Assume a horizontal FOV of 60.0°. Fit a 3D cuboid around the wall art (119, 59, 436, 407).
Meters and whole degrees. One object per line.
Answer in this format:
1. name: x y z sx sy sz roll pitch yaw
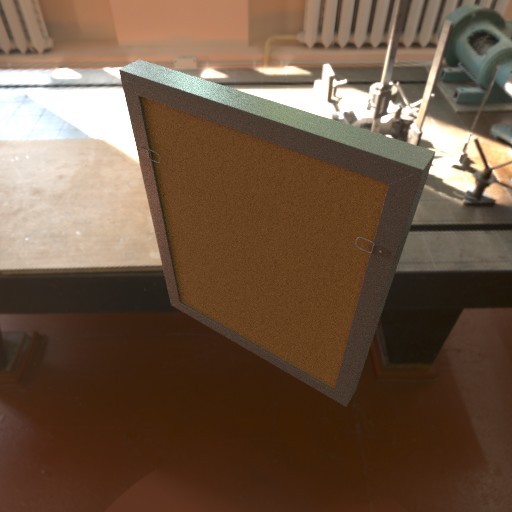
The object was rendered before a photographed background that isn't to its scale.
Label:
1. wall art: 0.000 0.000 0.523 0.308 0.379 0.030 26 51 23
